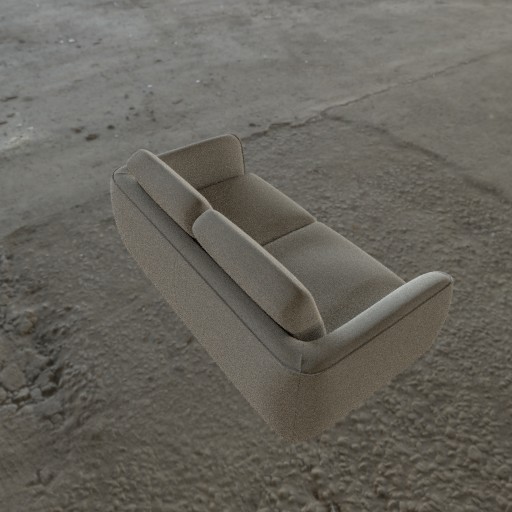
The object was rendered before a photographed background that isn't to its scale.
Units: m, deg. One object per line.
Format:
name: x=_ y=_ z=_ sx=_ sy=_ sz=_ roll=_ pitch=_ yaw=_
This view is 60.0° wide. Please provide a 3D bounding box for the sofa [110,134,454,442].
sofa: x=0.000 y=0.000 z=2.252 sx=0.920 sy=0.850 sz=1.700 roll=-26 pitch=48 yaw=-26
